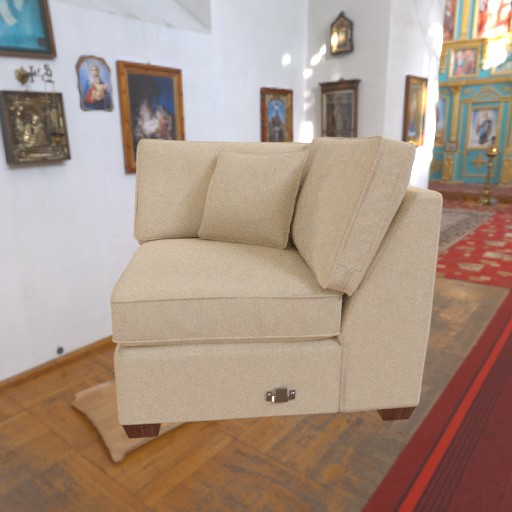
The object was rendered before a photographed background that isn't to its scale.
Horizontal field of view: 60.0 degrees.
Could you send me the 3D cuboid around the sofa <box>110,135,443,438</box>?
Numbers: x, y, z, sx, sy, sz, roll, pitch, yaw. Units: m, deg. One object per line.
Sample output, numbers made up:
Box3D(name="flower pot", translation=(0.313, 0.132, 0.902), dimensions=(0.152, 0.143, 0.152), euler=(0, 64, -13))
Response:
Box3D(name="sofa", translation=(0.000, 0.000, 1.922), dimensions=(1.084, 1.002, 1.146), euler=(-2, 14, -6))
